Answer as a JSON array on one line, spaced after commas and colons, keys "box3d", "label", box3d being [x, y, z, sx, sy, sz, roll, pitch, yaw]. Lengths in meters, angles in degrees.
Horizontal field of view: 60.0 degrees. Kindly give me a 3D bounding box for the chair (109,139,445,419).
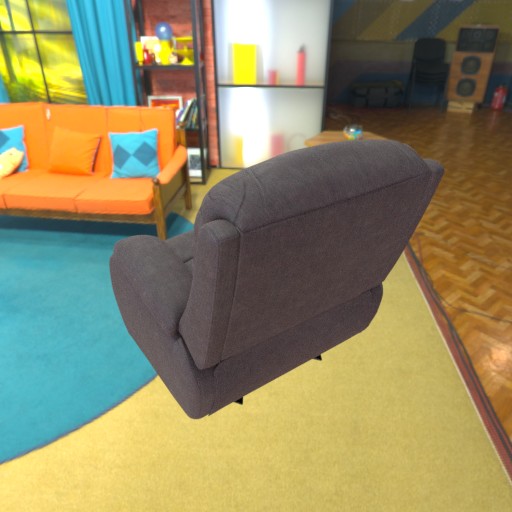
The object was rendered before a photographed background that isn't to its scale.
[{"box3d": [0.000, 0.000, 1.715, 0.930, 1.011, 0.899, -20, 36, -30], "label": "chair"}]
